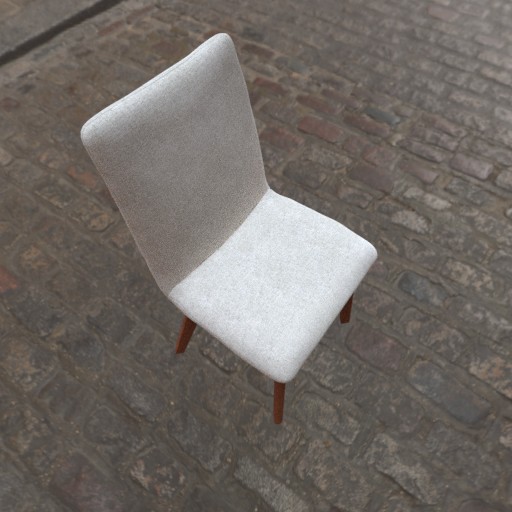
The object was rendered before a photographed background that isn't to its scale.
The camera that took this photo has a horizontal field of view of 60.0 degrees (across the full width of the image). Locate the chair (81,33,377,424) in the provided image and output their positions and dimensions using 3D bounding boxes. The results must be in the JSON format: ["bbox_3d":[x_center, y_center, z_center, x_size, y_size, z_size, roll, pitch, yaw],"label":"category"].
[{"bbox_3d":[0.000,0.000,1.274,0.563,0.974,0.522,31,62,19],"label":"chair"}]
